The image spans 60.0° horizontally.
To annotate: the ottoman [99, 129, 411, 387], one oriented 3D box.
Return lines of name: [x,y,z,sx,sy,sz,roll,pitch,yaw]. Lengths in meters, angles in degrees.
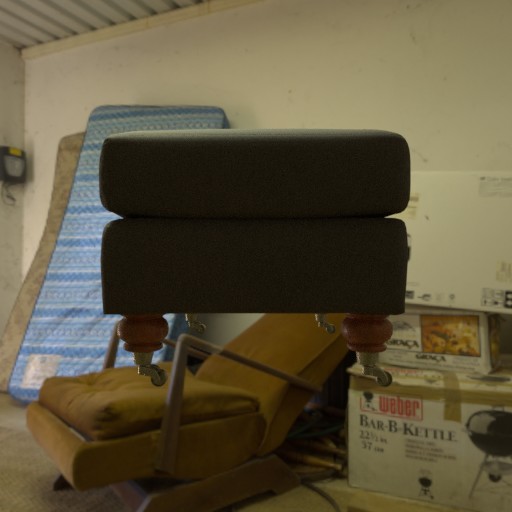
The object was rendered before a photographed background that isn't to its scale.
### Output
ottoman: [0.000,0.000,1.145,0.574,0.497,0.773,0,-1,0]
